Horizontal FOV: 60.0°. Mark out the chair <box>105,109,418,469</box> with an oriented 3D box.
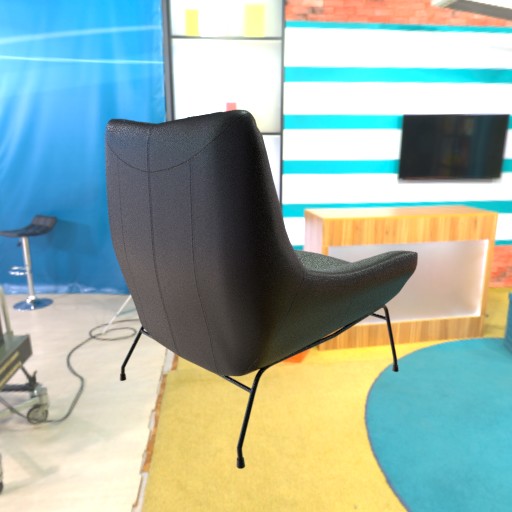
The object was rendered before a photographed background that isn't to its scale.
[{"bbox_3d":[0.000,0.000,1.563,0.826,0.922,0.836,-14,20,-43],"label":"chair"}]
